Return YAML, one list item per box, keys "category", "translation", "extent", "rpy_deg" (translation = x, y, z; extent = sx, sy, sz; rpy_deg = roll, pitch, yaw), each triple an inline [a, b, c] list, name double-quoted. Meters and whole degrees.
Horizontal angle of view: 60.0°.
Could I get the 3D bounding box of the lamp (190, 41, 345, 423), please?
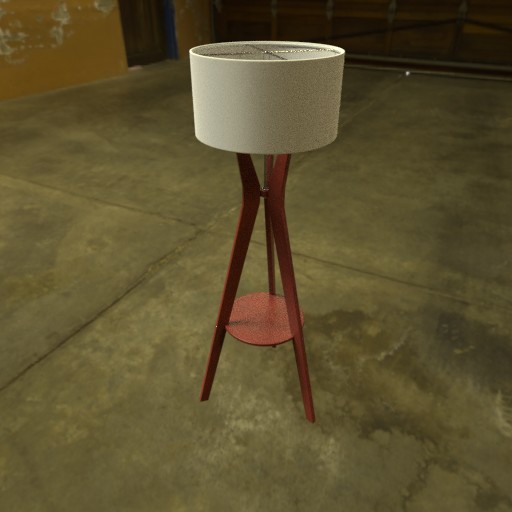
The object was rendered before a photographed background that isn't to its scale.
- category: "lamp"
  translation: [0.000, 0.000, 1.736]
  extent: [0.542, 1.472, 0.539]
  rpy_deg: [-9, 33, -14]
